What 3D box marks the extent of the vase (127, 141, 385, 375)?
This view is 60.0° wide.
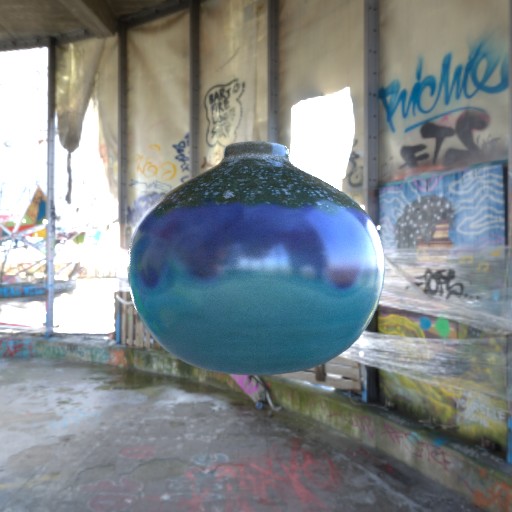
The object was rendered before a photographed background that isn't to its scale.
[{"bbox_3d":[0.000,0.000,0.275,0.154,0.133,0.154,0,0,0],"label":"vase"}]
